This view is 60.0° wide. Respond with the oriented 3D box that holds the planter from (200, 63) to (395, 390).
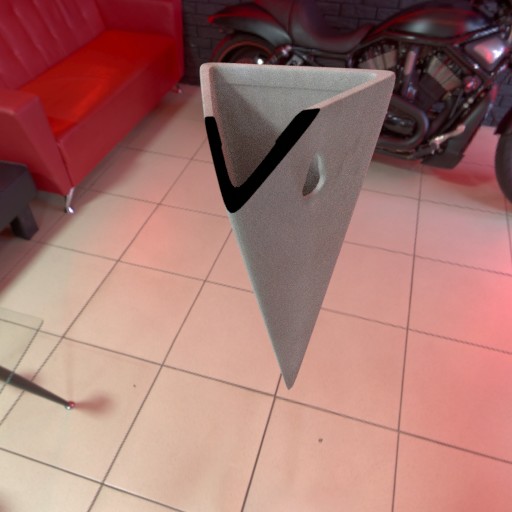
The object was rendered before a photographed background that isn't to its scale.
[{"bbox_3d":[0.000,0.000,0.158,0.058,0.130,0.047,-31,53,-27],"label":"planter"}]
